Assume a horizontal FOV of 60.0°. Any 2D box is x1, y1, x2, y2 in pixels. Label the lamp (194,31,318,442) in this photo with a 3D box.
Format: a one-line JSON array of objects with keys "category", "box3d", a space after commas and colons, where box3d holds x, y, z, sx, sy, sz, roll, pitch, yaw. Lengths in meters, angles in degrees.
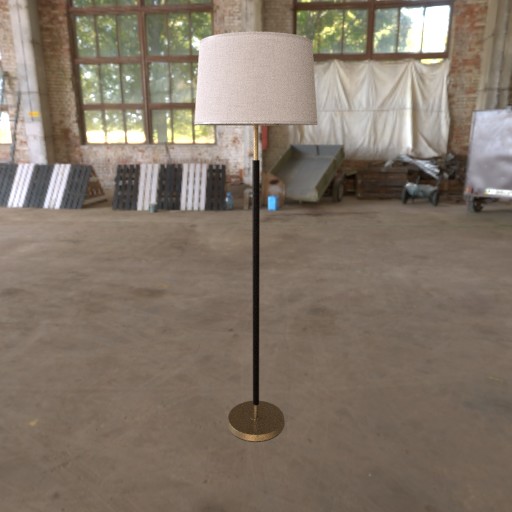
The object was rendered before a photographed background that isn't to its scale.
[{"category": "lamp", "box3d": [0.000, 0.000, 1.651, 0.420, 1.447, 0.420, 0, 16, 0]}]
